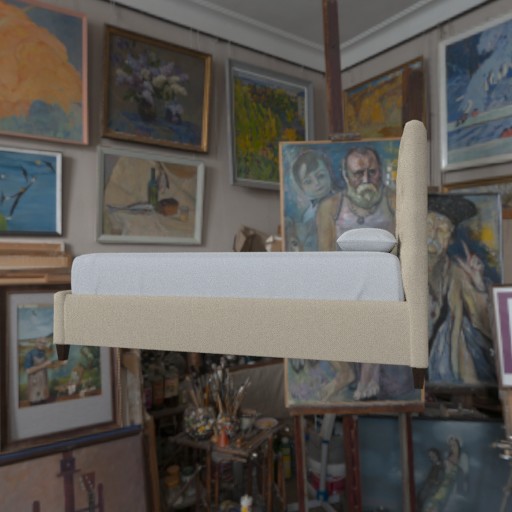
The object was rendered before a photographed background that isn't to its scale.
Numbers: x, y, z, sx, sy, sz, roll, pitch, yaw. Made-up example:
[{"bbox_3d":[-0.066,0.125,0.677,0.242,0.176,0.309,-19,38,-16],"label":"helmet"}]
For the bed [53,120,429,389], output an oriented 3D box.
[{"bbox_3d":[0.000,0.000,3.463,2.387,1.427,1.698,0,-1,17],"label":"bed"}]
